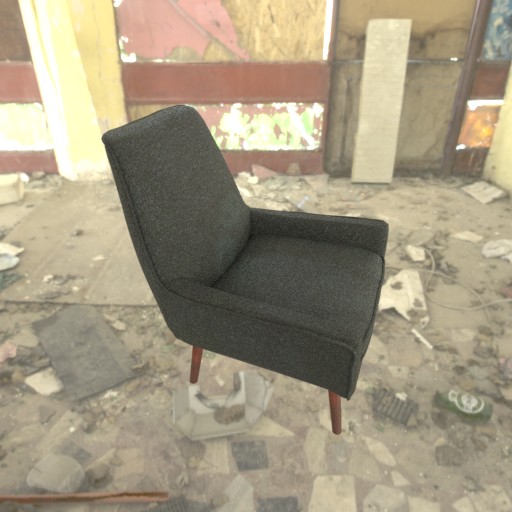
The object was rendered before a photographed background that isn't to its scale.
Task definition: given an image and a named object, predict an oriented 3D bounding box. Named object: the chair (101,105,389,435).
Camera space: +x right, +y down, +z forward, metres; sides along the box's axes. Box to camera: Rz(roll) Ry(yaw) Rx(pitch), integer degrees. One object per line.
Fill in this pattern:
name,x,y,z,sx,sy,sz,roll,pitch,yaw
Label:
chair,0.000,0.000,1.533,0.859,0.883,0.763,11,32,17
